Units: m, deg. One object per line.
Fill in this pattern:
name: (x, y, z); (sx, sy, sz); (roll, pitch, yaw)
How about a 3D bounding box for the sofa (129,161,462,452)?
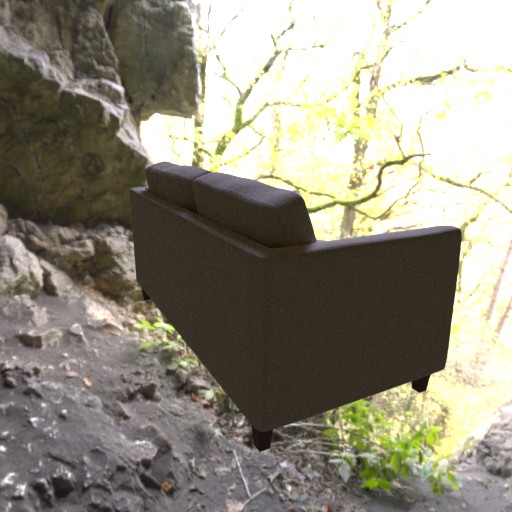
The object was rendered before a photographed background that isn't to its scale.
sofa: (0.000, 0.000, 2.416); (0.951, 0.947, 1.884); (-8, 18, -26)
